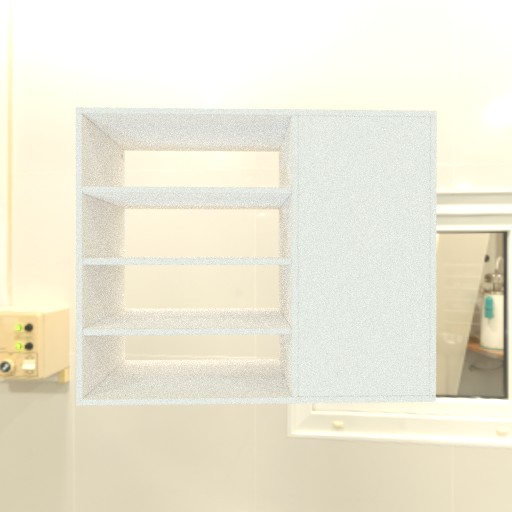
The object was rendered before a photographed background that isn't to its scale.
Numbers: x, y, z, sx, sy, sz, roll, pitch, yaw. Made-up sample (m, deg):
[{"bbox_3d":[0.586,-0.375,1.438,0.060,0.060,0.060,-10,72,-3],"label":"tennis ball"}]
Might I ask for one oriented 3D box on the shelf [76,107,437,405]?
[{"bbox_3d":[0.000,0.000,1.296,0.895,0.732,0.396,0,0,-2],"label":"shelf"}]
